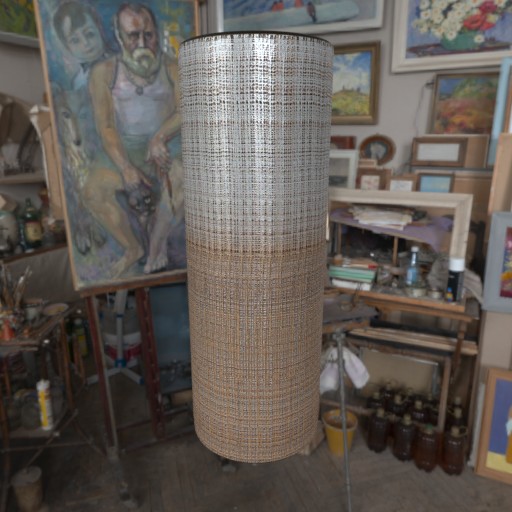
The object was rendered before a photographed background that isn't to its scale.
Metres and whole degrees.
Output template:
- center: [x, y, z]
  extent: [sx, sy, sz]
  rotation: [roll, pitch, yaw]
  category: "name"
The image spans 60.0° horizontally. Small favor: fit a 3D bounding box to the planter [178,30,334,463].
- center: [0.000, 0.000, 0.321]
  extent: [0.099, 0.278, 0.099]
  rotation: [-3, 16, -10]
  category: "planter"
